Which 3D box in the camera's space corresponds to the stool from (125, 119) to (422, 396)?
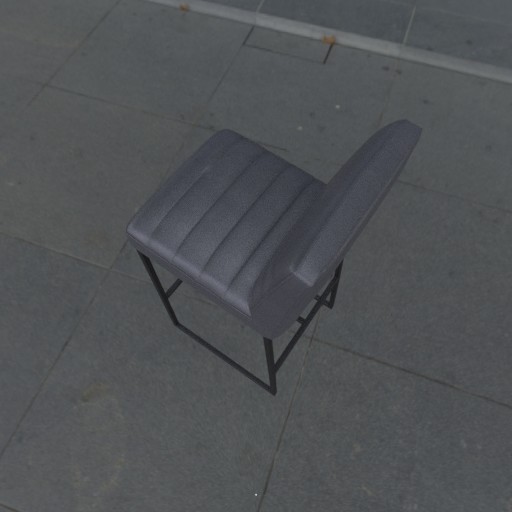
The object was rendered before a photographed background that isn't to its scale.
[{"bbox_3d":[0.000,0.000,1.344,0.552,1.040,0.457,32,66,16],"label":"stool"}]
